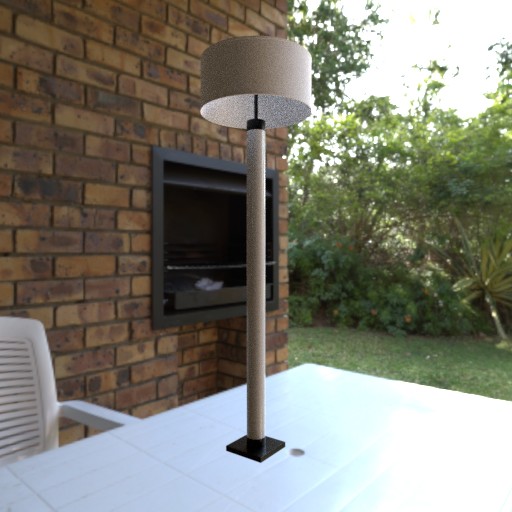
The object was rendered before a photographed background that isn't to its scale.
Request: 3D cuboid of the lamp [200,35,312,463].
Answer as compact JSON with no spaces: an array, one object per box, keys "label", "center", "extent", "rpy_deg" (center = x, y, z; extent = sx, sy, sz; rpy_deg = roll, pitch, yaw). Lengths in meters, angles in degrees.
[{"label":"lamp","center":[0.000,0.000,1.677],"extent":[0.420,1.475,0.420],"rpy_deg":[0,1,36]}]
